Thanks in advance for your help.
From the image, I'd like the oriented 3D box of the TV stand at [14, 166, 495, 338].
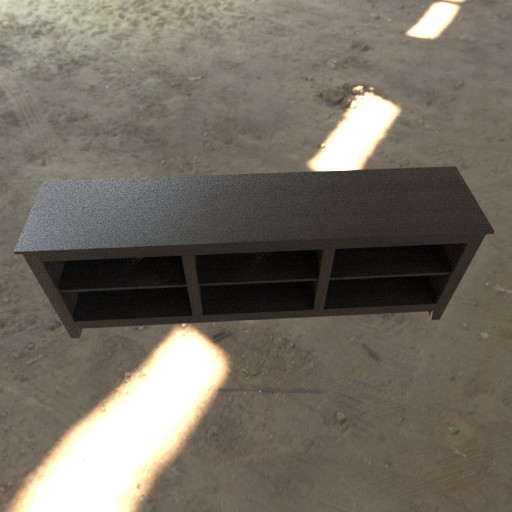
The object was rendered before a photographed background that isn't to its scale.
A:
[{"bbox_3d":[0.000,0.000,1.997,1.778,0.610,0.406,-3,48,-2],"label":"TV stand"}]
